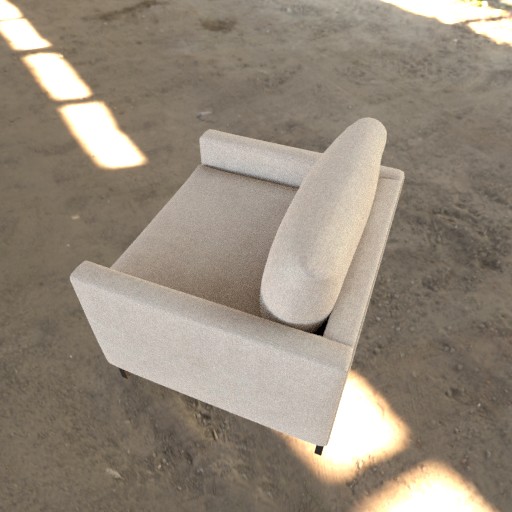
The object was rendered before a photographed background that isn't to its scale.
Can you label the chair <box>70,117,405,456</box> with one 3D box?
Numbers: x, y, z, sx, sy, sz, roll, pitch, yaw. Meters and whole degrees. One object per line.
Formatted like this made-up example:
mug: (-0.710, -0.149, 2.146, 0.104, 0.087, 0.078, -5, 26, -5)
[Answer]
chair: (0.000, 0.000, 1.638, 0.866, 0.861, 0.963, 16, 47, 15)
